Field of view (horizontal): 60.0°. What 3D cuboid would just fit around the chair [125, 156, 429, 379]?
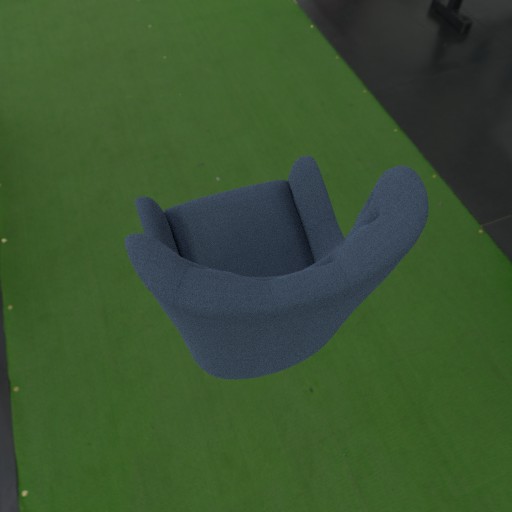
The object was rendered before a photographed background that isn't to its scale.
[{"bbox_3d":[0.000,0.000,1.726,0.831,1.079,0.930,-16,58,-10],"label":"chair"}]
